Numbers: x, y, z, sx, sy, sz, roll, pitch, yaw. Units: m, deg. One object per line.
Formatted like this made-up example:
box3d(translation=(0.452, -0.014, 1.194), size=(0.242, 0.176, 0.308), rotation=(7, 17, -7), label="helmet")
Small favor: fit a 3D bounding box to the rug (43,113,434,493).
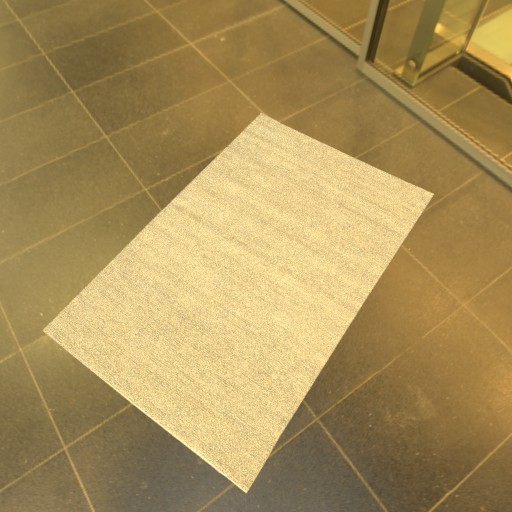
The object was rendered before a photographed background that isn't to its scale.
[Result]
box3d(translation=(0.000, 0.000, 2.283), size=(1.179, 0.022, 1.820), rotation=(31, 64, 17), label="rug")
